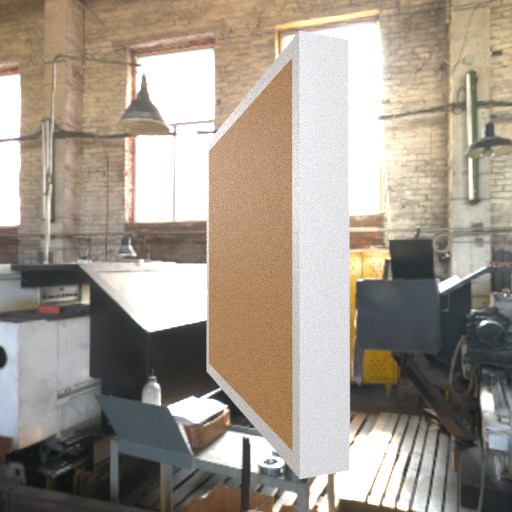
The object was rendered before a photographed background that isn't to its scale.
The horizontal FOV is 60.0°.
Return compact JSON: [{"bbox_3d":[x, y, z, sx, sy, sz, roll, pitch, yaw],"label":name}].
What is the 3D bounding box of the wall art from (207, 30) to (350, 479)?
[{"bbox_3d":[0.000,0.000,0.448,0.038,0.302,0.305,0,-1,-18],"label":"wall art"}]
